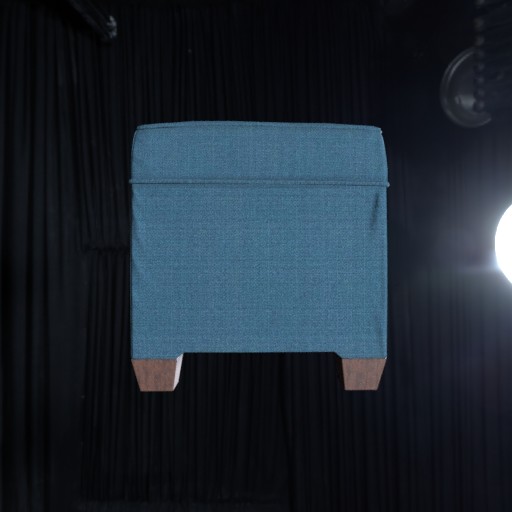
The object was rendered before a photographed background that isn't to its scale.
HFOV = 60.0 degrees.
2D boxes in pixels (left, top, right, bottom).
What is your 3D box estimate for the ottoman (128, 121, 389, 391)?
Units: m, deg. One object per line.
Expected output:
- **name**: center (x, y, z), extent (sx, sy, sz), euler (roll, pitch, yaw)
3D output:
- **ottoman**: center (0.000, 0.000, 1.209), extent (0.474, 0.474, 0.943), euler (0, -1, -1)
